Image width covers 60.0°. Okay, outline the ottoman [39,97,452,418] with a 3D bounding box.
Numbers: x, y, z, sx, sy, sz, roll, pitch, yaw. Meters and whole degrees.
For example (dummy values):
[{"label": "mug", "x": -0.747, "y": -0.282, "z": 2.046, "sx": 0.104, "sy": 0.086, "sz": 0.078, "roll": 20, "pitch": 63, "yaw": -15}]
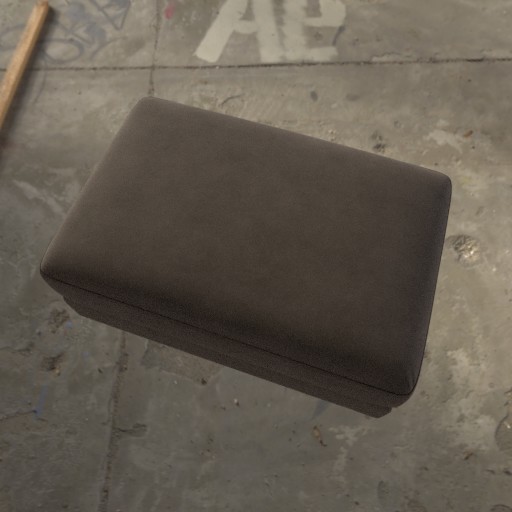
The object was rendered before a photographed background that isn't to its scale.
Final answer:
[{"label": "ottoman", "x": 0.000, "y": 0.000, "z": 1.186, "sx": 0.864, "sy": 0.483, "sz": 0.584, "roll": 17, "pitch": 65, "yaw": 8}]
